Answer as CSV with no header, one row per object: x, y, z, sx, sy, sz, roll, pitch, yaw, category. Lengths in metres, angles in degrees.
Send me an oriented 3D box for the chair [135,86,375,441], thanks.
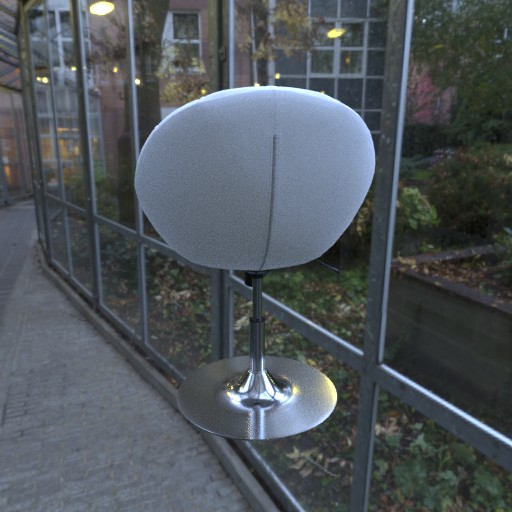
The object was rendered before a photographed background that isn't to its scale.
0.000,0.000,1.851,0.940,1.261,0.736,-2,14,-9,chair
